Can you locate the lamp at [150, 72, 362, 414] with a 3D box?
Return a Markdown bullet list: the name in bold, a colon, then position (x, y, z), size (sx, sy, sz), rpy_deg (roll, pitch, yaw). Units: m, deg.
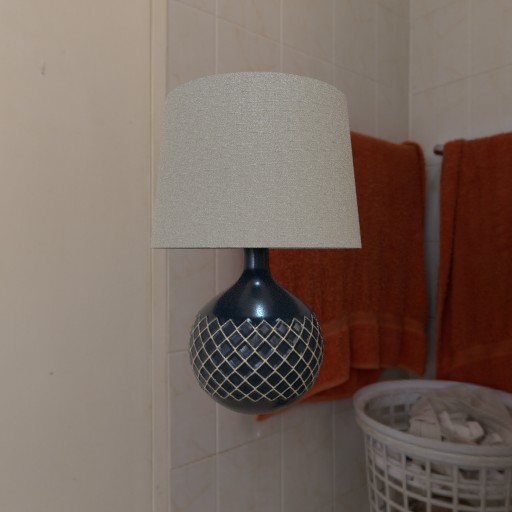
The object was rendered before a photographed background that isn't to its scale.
- **lamp**: position (0.000, 0.000, 0.810), size (0.376, 0.540, 0.376), rpy_deg (0, 1, 0)
